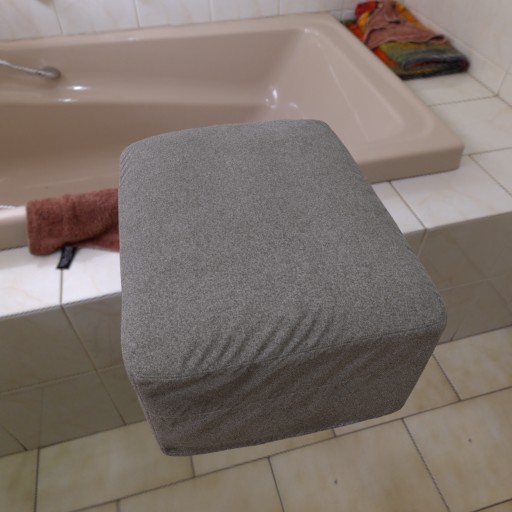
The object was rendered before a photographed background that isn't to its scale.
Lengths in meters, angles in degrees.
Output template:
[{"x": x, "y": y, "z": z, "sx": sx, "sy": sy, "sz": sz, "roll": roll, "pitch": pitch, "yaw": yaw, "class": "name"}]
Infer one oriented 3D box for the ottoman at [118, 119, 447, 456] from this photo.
[{"x": 0.000, "y": 0.000, "z": 1.220, "sx": 0.683, "sy": 0.481, "sz": 0.837, "roll": -9, "pitch": 48, "yaw": -9, "class": "ottoman"}]
